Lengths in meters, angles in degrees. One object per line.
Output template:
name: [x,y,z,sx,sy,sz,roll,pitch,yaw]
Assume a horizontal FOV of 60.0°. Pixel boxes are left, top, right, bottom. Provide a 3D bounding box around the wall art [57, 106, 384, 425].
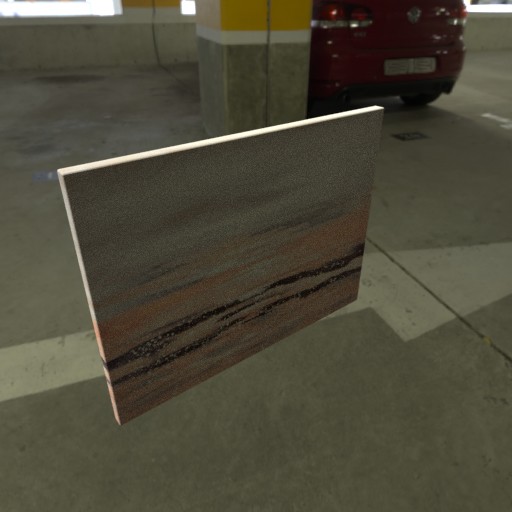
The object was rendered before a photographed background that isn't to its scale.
wall art: [0.000,0.000,1.366,1.015,0.763,0.038,-21,36,-32]
